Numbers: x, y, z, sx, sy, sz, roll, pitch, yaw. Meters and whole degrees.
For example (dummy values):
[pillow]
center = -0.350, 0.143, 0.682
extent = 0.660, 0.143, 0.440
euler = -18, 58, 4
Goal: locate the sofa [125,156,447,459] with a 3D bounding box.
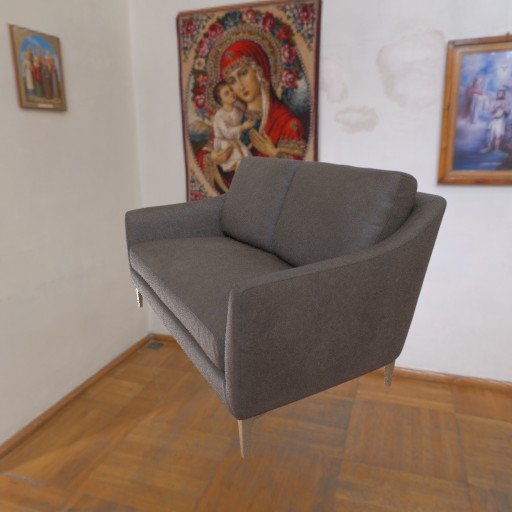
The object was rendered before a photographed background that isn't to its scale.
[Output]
[sofa]
center = 0.000, 0.000, 2.156
extent = 0.960, 0.902, 1.619
euler = -7, 17, -26
